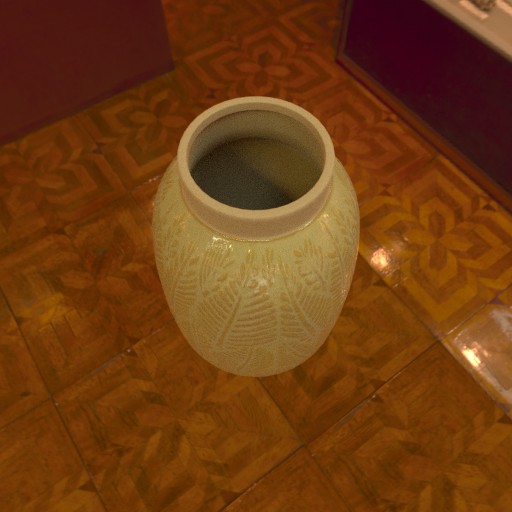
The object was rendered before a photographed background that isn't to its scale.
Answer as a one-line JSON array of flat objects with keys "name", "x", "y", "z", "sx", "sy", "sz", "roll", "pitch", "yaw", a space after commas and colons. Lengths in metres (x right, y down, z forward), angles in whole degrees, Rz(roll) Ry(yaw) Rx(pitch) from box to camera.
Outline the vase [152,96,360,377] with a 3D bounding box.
[{"name": "vase", "x": 0.000, "y": 0.000, "z": 0.388, "sx": 0.172, "sy": 0.270, "sz": 0.172, "roll": 0, "pitch": 62, "yaw": 0}]
